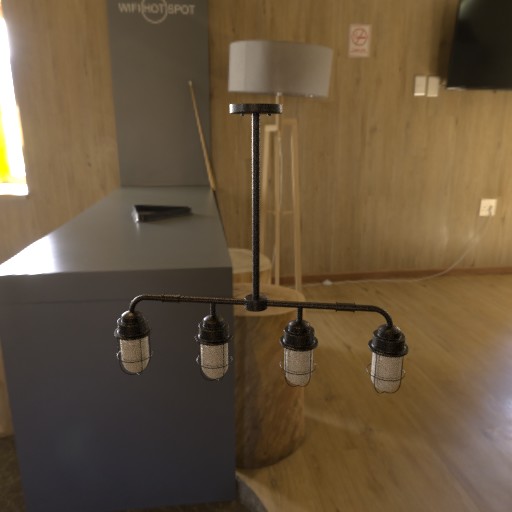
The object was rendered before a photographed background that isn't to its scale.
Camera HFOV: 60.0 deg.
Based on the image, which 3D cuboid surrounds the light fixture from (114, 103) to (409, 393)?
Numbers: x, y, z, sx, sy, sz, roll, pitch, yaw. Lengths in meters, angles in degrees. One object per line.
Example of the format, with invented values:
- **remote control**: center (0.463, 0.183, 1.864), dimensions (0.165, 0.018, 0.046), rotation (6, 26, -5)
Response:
- **light fixture**: center (0.000, 0.000, 1.215), dimensions (0.852, 0.785, 0.131), rotation (2, 16, 7)
